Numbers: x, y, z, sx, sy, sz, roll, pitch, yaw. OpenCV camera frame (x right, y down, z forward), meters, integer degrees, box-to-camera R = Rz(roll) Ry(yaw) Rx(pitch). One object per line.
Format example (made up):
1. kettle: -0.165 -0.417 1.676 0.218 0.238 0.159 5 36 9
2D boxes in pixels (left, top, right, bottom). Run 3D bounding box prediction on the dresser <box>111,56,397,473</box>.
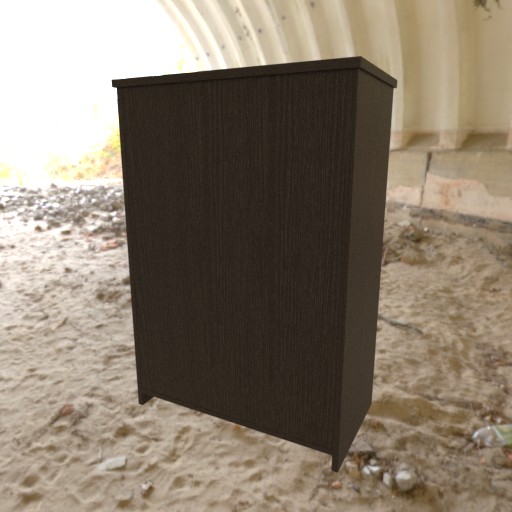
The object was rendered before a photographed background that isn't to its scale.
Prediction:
1. dresser: 0.000 0.000 1.370 0.704 1.020 0.399 7 16 27
